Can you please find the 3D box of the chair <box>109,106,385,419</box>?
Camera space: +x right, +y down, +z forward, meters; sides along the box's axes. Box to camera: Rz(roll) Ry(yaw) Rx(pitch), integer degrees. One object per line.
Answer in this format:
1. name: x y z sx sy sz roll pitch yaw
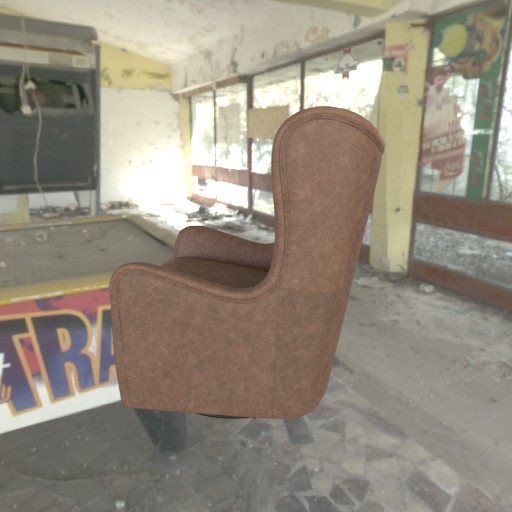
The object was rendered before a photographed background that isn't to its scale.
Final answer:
1. chair: 0.000 0.000 1.778 0.930 1.079 0.831 2 14 8
